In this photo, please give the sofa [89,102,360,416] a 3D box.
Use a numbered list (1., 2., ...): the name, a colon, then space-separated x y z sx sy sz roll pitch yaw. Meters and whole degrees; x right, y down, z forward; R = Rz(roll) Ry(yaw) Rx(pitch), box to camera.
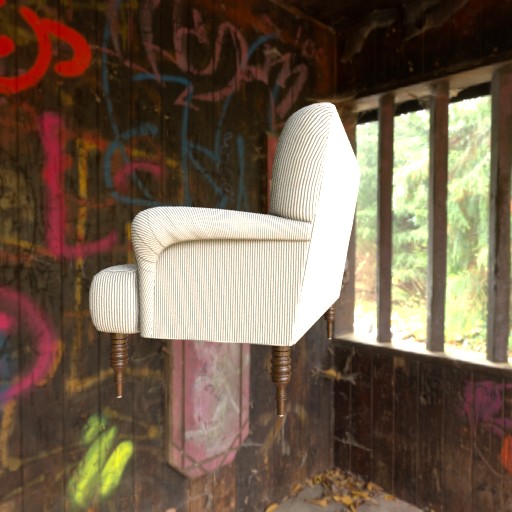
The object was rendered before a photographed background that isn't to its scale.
1. sofa: 0.000 0.000 1.855 0.779 0.889 1.297 0 2 17
